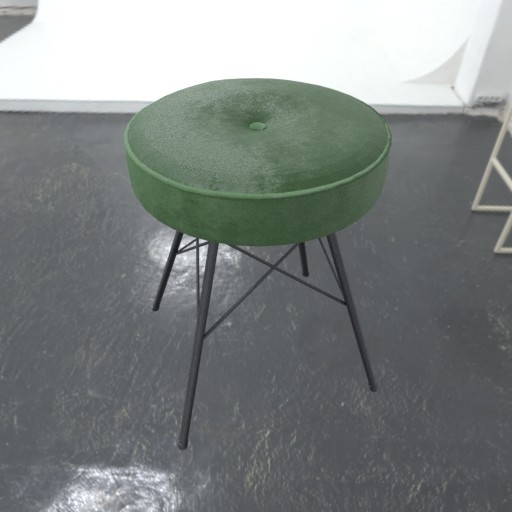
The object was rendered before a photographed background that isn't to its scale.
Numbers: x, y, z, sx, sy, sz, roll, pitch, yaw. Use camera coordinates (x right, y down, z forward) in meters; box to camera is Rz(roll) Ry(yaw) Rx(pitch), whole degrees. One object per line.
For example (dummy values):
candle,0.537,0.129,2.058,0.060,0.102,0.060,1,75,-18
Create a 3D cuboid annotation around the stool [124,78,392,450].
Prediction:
stool,0.000,0.000,0.901,0.457,0.595,0.430,-12,42,-13
